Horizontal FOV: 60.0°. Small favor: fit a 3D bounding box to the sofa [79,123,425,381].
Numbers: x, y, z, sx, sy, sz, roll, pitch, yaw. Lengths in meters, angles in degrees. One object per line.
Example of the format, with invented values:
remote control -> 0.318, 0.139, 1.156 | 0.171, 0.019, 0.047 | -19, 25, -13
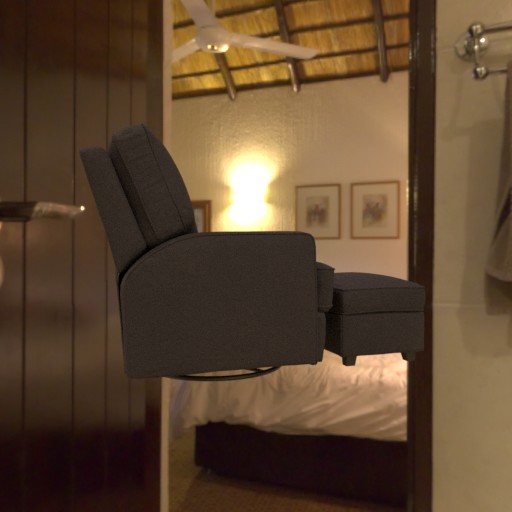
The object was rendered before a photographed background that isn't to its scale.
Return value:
sofa -> 0.000, 0.000, 2.050 | 1.472, 0.959, 0.861 | 0, 0, -18
